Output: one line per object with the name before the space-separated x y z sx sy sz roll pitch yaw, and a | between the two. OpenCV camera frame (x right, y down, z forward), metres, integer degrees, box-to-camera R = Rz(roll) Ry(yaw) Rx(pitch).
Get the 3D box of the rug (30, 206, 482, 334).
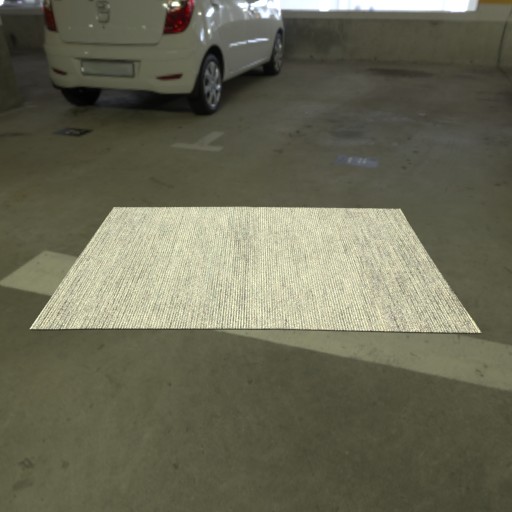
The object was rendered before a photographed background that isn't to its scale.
rug | 0.000 0.000 2.243 1.789 0.021 1.159 0 31 1
